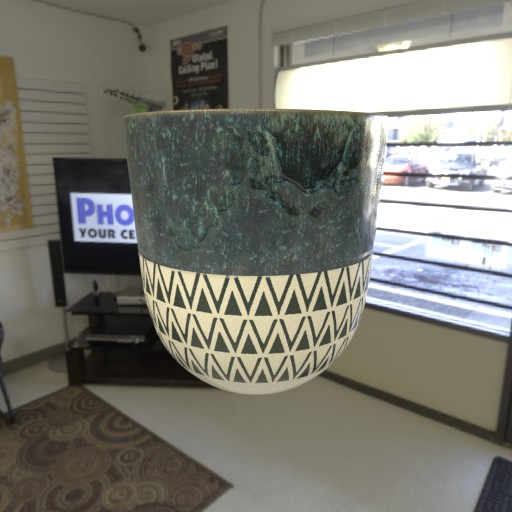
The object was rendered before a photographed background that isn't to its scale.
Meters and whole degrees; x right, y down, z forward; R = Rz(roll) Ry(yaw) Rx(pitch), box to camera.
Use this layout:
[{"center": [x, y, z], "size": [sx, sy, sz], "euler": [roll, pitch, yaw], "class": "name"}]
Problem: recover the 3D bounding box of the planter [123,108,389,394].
[{"center": [0.000, 0.000, 0.362], "size": [0.195, 0.214, 0.195], "euler": [0, 14, 0], "class": "planter"}]
